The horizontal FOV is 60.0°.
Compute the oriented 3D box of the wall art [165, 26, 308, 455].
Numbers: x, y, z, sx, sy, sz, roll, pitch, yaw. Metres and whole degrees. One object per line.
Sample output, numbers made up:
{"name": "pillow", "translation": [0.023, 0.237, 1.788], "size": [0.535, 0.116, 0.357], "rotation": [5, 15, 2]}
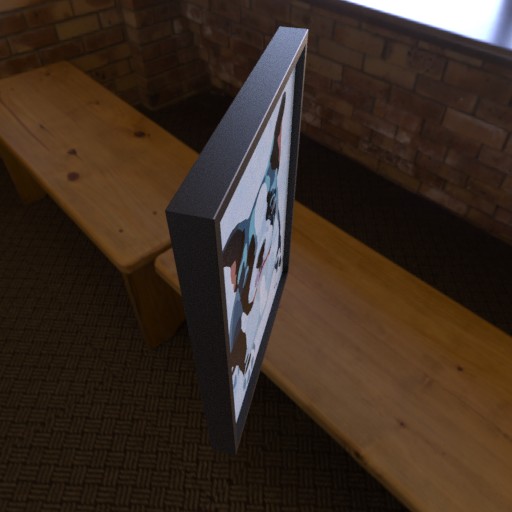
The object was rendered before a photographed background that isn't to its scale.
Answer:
{"name": "wall art", "translation": [0.000, 0.000, 0.483], "size": [0.030, 0.369, 0.294], "rotation": [11, 48, 10]}
